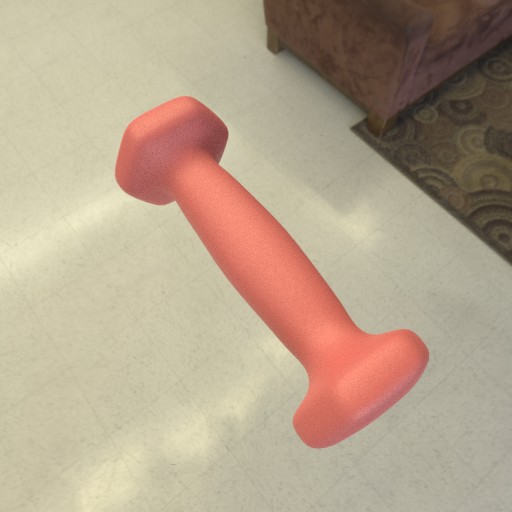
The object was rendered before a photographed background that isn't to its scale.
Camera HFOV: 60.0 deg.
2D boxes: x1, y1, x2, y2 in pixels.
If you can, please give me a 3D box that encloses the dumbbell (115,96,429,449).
[{"bbox_3d":[0.000,0.000,0.148,0.047,0.043,0.123,-33,68,-15],"label":"dumbbell"}]
